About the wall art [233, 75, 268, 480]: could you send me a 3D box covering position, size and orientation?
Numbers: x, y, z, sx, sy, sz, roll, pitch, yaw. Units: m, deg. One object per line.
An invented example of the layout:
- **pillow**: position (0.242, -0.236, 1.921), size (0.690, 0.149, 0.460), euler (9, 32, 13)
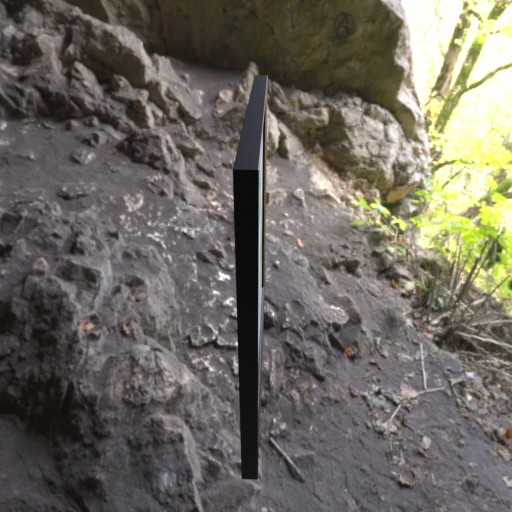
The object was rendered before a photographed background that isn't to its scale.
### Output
- **wall art**: position (0.000, 0.000, 1.167), size (0.038, 0.765, 0.765), euler (1, 32, 2)
